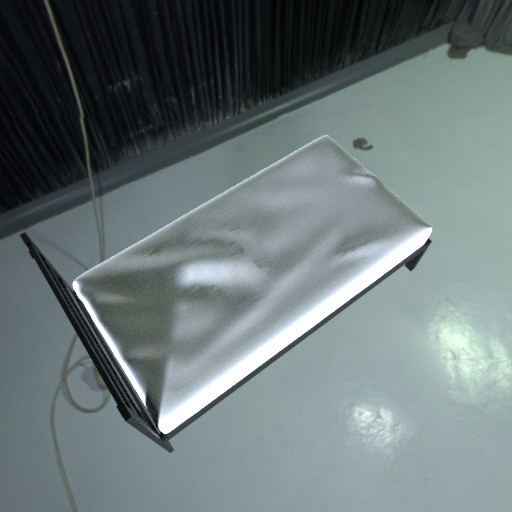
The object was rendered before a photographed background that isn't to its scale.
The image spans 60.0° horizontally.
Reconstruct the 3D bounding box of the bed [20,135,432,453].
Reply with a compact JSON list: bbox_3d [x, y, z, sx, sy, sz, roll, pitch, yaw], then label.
[{"bbox_3d":[0.000,0.000,2.491,1.930,0.967,0.991,-33,65,-17],"label":"bed"}]
